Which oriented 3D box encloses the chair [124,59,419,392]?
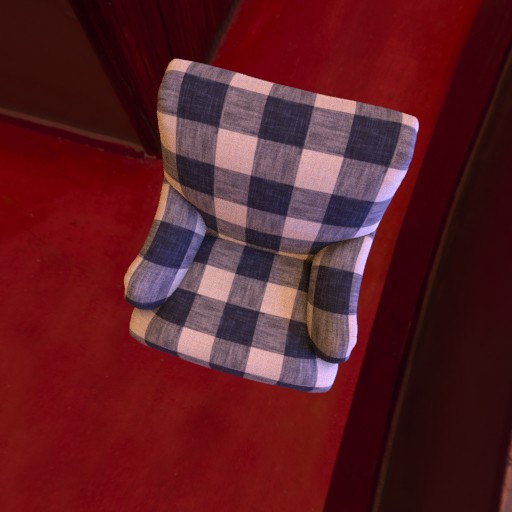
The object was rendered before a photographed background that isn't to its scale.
[{"bbox_3d":[0.000,0.000,1.595,0.781,0.953,0.848,15,76,4],"label":"chair"}]
